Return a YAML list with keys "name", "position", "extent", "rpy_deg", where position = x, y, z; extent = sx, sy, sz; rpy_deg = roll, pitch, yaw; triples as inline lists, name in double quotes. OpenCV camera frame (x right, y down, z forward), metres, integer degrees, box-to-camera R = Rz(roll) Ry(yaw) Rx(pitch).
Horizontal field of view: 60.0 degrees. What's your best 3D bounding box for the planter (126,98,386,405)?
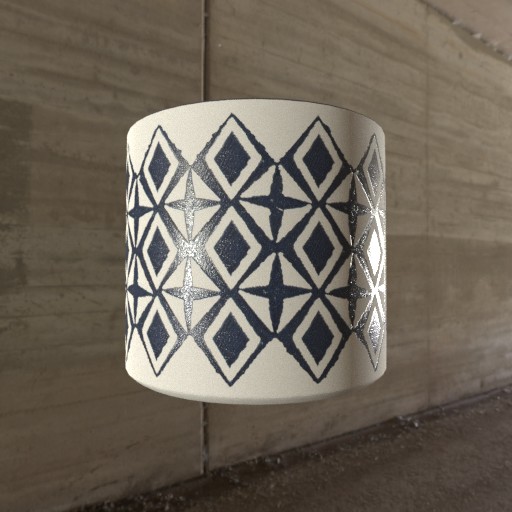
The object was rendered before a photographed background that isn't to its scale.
- name: "planter"
  position: [0.000, 0.000, 0.282]
  extent: [0.159, 0.144, 0.159]
  rpy_deg: [0, -1, 0]
